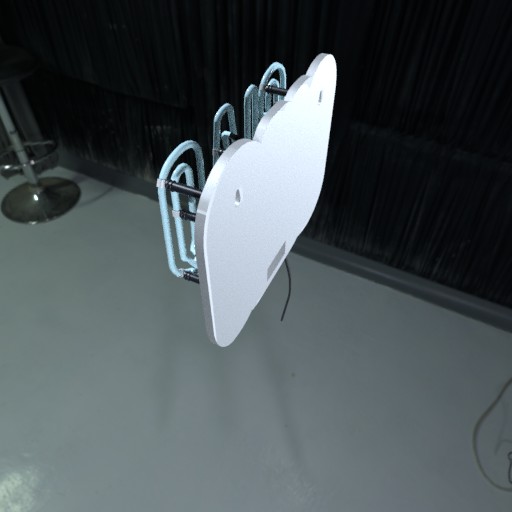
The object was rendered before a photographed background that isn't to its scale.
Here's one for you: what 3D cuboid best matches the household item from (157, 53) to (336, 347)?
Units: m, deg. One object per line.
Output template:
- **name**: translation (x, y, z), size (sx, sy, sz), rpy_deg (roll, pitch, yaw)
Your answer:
- **household item**: translation (0.000, 0.000, 0.380), size (0.042, 0.294, 0.211), rpy_deg (19, 48, 18)
